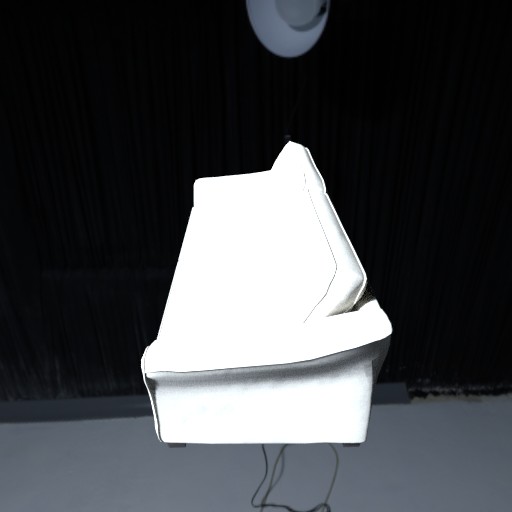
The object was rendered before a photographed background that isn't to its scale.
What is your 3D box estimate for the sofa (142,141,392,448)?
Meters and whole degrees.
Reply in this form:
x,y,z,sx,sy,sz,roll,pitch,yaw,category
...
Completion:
x,y,z,sx,sy,sz,roll,pitch,yaw,category
0.000,0.000,2.731,0.980,0.965,2.270,-1,29,-1,sofa
